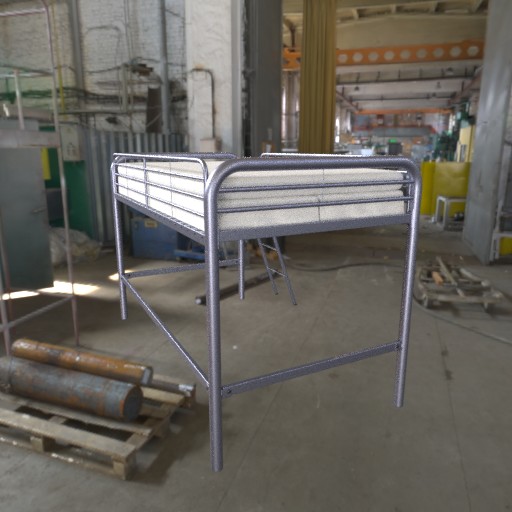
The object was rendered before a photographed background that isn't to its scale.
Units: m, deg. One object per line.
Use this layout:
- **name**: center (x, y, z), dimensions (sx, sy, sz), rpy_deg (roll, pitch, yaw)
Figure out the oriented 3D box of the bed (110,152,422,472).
- **bed**: center (0.000, 0.000, 2.860), dimensions (1.415, 1.288, 1.965), rpy_deg (-7, 15, -27)
